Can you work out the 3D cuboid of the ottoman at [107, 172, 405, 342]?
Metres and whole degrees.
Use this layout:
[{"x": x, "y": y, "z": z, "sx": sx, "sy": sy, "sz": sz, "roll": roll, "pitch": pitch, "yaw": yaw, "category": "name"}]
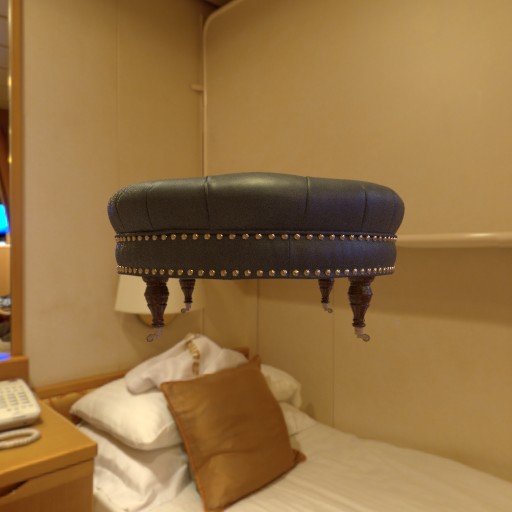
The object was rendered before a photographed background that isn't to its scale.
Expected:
[{"x": 0.000, "y": 0.000, "z": 1.416, "sx": 0.901, "sy": 0.439, "sz": 0.901, "roll": 0, "pitch": 0, "yaw": 0, "category": "ottoman"}]
